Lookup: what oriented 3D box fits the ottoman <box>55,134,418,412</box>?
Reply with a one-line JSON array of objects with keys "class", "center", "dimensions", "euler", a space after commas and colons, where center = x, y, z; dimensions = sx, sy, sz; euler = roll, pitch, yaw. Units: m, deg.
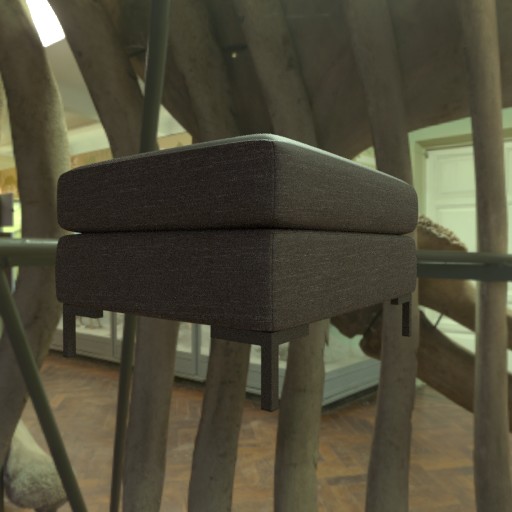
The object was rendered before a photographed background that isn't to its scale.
[{"class": "ottoman", "center": [0.000, 0.000, 1.213], "dimensions": [0.671, 0.490, 0.820], "euler": [1, 2, 36]}]
